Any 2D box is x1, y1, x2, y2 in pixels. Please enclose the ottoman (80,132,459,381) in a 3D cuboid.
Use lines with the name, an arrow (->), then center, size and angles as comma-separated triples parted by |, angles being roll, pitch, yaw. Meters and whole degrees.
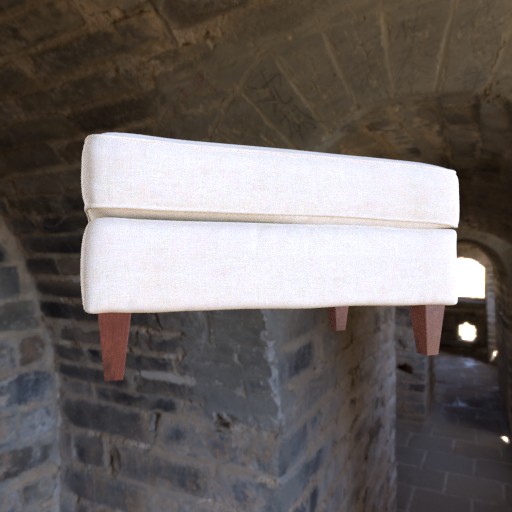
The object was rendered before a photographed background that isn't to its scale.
ottoman -> 0.000, 0.000, 1.181 | 0.862, 0.484, 0.583 | 1, -2, -19
